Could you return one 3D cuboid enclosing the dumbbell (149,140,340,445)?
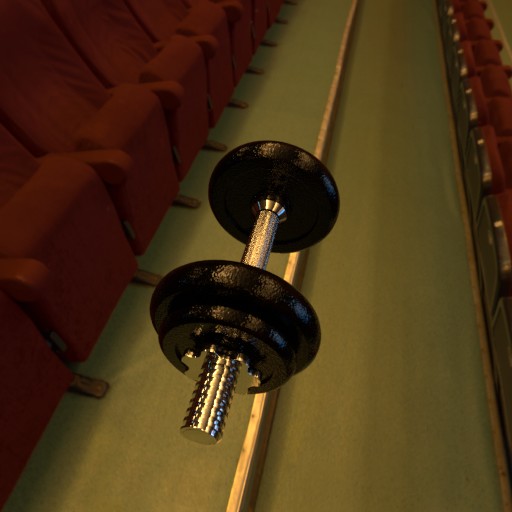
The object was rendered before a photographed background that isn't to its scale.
[{"bbox_3d":[0.000,0.000,0.595,0.202,0.202,0.497,9,47,9],"label":"dumbbell"}]
